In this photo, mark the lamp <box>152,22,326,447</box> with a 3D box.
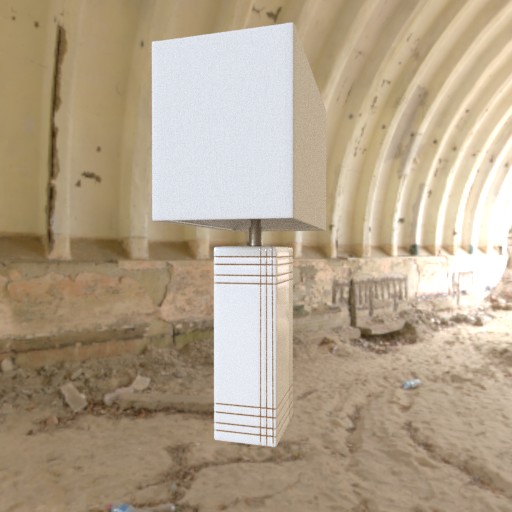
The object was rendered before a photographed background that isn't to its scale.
[{"bbox_3d":[0.000,0.000,0.696,0.182,0.543,0.334,0,1,15],"label":"lamp"}]
